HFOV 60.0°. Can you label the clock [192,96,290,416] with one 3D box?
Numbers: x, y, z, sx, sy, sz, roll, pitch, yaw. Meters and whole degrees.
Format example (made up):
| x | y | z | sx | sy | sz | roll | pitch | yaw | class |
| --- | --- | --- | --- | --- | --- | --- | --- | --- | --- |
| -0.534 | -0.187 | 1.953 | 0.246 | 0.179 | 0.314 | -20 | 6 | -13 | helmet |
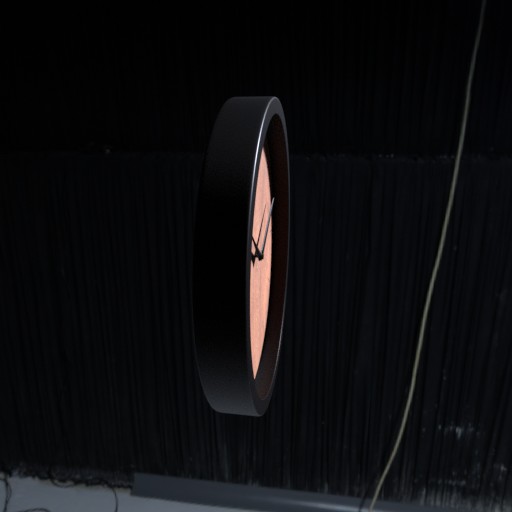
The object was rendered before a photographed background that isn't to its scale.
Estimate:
| x | y | z | sx | sy | sz | roll | pitch | yaw | class |
| --- | --- | --- | --- | --- | --- | --- | --- | --- | --- |
| 0.000 | 0.000 | 0.464 | 0.040 | 0.314 | 0.314 | 3 | 16 | 9 | clock |
